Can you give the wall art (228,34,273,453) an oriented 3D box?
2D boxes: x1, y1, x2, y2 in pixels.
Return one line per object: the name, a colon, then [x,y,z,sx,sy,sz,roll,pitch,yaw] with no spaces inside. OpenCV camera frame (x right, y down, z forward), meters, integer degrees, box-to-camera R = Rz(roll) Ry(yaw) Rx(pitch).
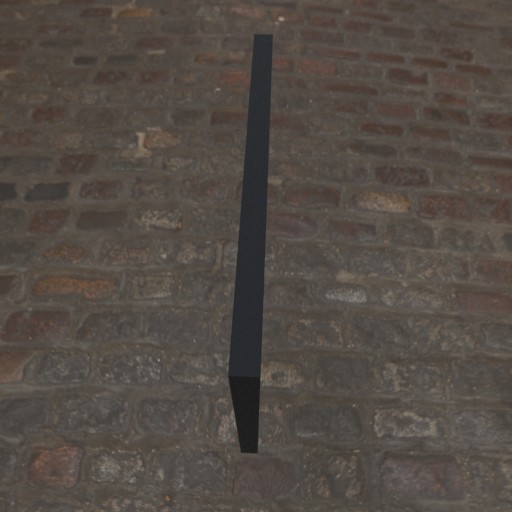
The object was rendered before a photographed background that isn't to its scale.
wall art: [0.000,0.000,0.760,0.031,0.457,0.558,2,58,1]
